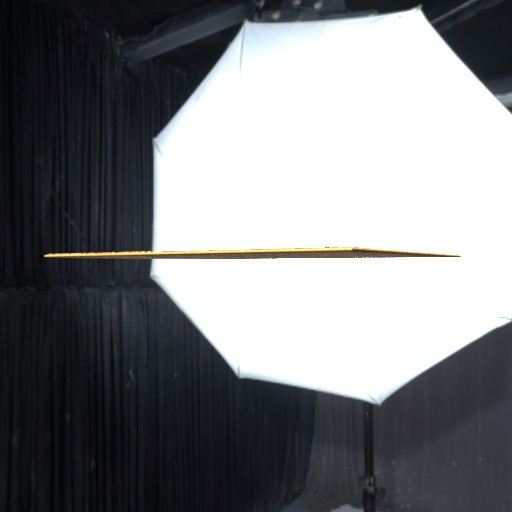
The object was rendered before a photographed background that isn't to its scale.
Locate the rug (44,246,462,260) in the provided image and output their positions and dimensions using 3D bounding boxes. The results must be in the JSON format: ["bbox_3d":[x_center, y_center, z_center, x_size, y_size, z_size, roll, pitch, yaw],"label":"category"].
[{"bbox_3d":[0.000,0.000,4.126,3.040,0.031,2.435,-1,-1,37],"label":"rug"}]
